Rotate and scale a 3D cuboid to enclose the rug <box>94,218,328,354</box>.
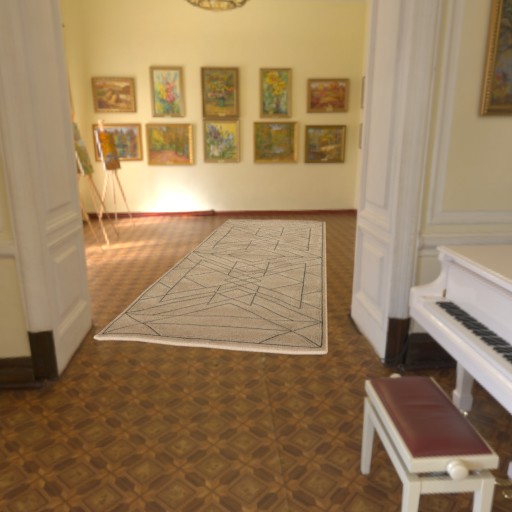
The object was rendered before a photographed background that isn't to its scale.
[{"bbox_3d":[0.000,0.000,2.658,0.831,0.036,2.381,2,15,8],"label":"rug"}]
